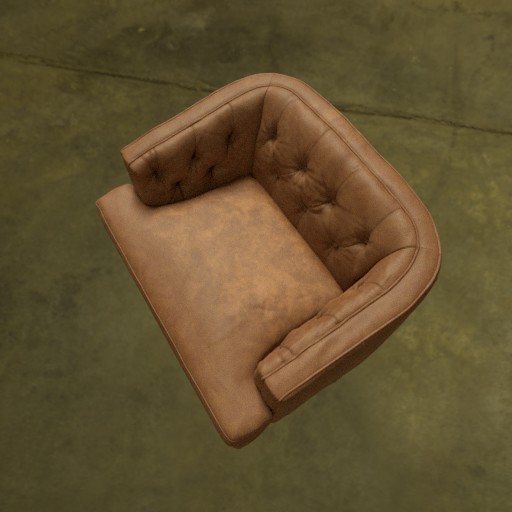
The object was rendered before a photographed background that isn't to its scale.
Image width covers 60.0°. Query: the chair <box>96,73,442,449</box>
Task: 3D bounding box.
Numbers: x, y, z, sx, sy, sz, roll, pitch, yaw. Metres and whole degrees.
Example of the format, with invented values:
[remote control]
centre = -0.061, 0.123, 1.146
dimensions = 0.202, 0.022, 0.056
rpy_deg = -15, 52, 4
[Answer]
[chair]
centre = 0.000, 0.000, 1.758
dimensions = 0.911, 0.836, 1.119
rpy_deg = -29, 66, -14
